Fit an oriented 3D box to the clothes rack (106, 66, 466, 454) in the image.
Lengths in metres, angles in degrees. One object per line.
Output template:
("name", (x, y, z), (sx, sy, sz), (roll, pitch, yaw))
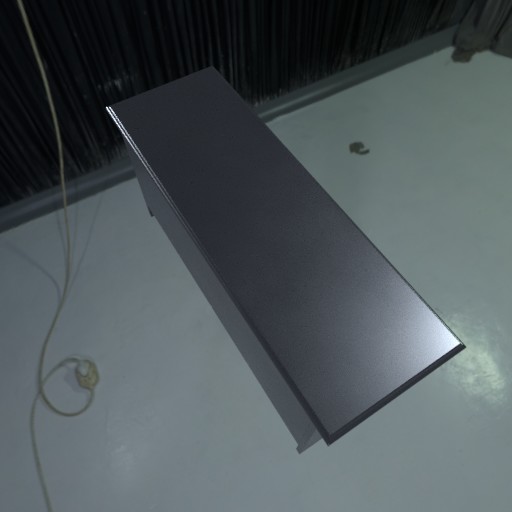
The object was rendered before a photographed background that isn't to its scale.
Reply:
("clothes rack", (0.000, 0.000, 1.481), (0.406, 0.556, 1.219), (-28, 63, -16))
